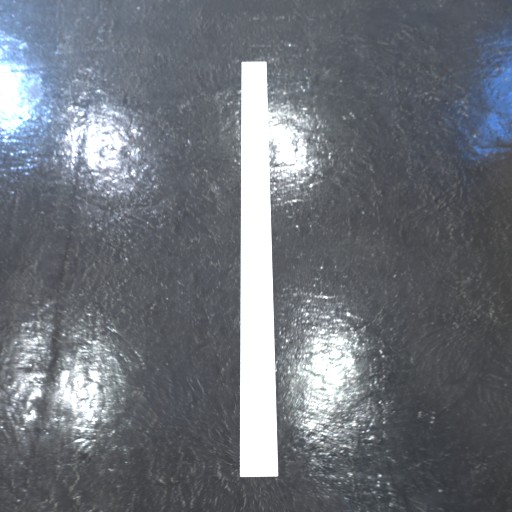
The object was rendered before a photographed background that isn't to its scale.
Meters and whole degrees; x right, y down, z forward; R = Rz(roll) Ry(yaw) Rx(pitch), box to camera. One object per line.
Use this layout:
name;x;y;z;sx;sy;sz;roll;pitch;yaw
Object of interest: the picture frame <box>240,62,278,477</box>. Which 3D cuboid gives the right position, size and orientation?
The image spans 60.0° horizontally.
picture frame;0.000;0.000;0.859;0.050;0.250;0.759;-1;65;0
